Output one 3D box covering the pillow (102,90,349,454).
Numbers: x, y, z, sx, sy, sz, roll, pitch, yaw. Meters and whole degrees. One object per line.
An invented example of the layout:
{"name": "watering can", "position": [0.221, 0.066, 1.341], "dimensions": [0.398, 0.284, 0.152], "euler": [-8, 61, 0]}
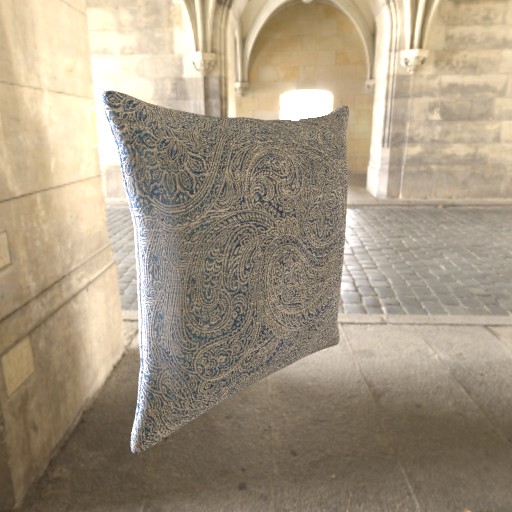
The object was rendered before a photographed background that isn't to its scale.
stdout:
{"name": "pillow", "position": [0.000, 0.000, 0.764], "dimensions": [0.166, 0.510, 0.523], "euler": [15, 22, 43]}
